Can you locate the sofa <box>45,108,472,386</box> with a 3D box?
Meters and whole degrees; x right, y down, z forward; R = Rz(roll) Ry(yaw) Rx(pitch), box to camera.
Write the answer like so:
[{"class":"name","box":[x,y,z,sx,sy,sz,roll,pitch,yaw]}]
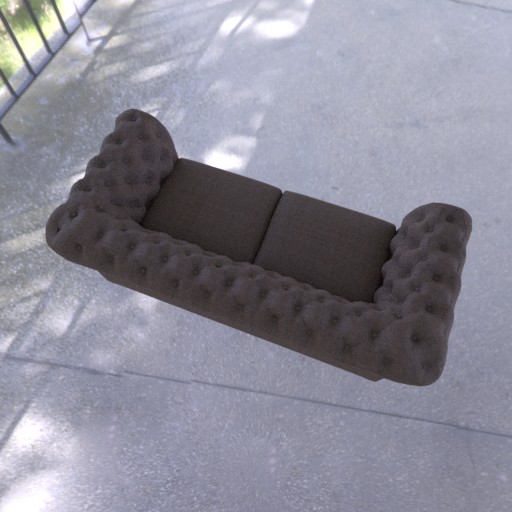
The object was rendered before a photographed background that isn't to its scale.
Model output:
[{"class":"sofa","box":[0.000,0.000,2.494,2.048,0.780,0.944,19,65,9]}]
